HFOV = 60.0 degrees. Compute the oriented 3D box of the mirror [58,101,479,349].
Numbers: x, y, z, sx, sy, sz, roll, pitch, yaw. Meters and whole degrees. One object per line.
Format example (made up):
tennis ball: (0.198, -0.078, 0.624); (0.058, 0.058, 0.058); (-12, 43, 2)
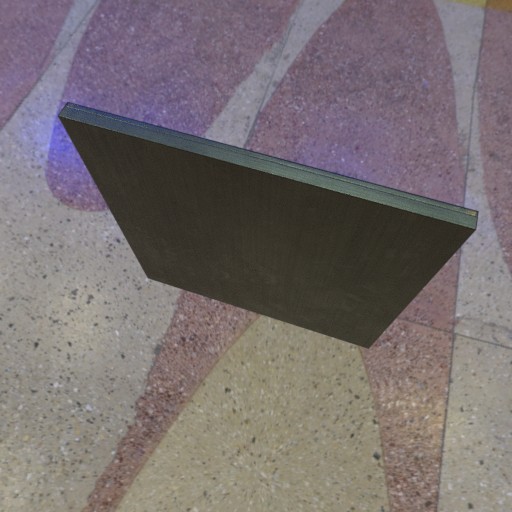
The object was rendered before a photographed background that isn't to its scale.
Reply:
mirror: (0.000, 0.000, 0.558); (0.382, 0.381, 0.020); (17, 65, 8)
